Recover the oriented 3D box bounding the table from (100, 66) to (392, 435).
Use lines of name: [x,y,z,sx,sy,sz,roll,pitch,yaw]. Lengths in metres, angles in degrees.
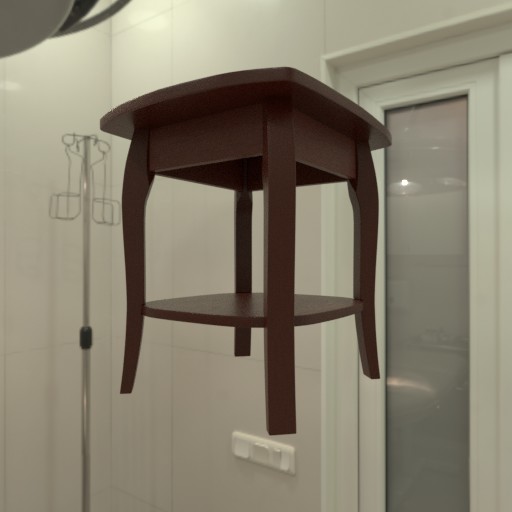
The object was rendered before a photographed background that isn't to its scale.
table: [0.000,0.000,0.862,0.433,0.496,0.502,0,0,35]
